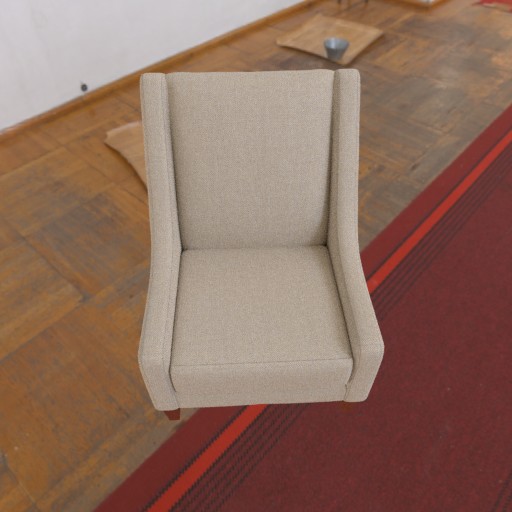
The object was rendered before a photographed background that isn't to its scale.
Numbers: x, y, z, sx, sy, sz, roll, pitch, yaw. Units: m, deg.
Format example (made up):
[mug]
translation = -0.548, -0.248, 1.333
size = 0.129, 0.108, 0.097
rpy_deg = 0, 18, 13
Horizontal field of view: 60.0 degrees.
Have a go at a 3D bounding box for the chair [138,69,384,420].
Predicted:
[chair]
translation = 0.000, 0.000, 1.608
size = 0.774, 1.014, 0.870
rpy_deg = -2, 47, -2
